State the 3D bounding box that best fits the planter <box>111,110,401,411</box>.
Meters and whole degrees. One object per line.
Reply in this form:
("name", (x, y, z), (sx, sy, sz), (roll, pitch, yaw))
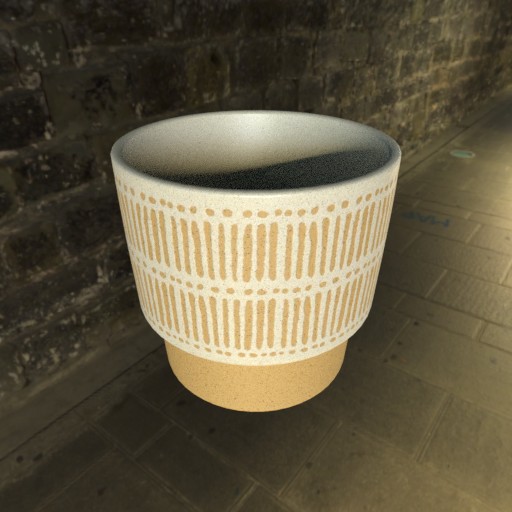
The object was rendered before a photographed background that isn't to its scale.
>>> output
("planter", (0.000, 0.000, 0.576), (0.317, 0.303, 0.317), (0, 30, 0))
